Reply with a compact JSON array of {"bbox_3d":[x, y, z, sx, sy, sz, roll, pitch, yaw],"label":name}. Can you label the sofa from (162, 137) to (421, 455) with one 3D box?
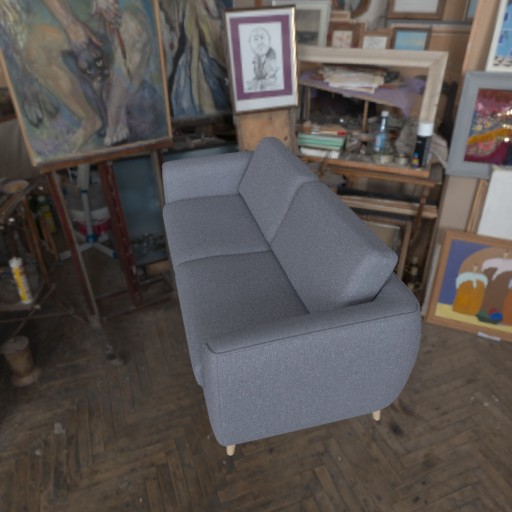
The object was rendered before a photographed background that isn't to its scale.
[{"bbox_3d":[0.000,0.000,2.531,0.920,0.870,2.000,-8,33,-13],"label":"sofa"}]
